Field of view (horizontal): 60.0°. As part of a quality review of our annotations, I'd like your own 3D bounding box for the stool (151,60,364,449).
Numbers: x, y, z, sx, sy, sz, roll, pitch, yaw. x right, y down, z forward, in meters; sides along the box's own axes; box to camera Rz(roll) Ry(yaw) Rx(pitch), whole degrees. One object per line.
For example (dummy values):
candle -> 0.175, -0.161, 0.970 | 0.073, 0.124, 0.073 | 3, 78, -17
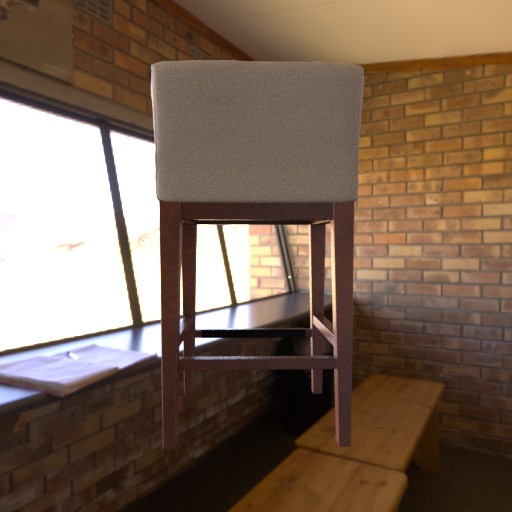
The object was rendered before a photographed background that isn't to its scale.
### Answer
stool -> 0.000, 0.000, 1.274 | 0.511, 0.937, 0.500 | 0, 1, -2
